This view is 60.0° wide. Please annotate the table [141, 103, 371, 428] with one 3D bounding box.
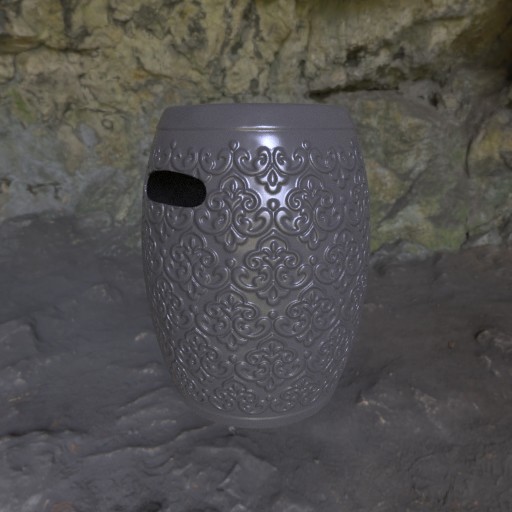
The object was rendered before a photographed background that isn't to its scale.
[{"bbox_3d":[0.000,0.000,0.623,0.309,0.397,0.309,0,16,0],"label":"table"}]
